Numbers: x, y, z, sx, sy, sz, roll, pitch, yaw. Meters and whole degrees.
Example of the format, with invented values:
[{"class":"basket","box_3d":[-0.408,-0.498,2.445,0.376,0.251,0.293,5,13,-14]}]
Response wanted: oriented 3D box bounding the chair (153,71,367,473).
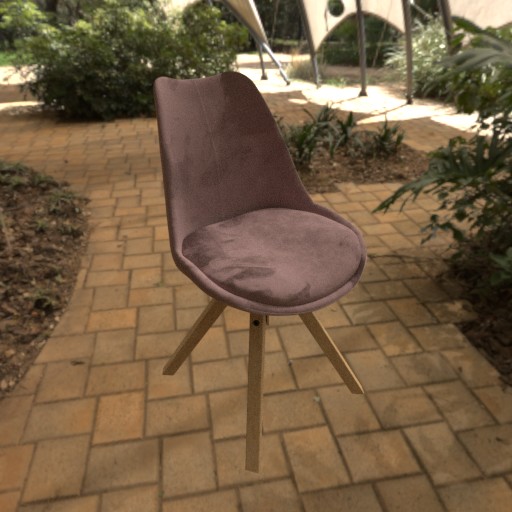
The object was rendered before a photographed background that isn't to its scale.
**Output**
[{"class":"chair","box_3d":[0.000,0.000,1.171,0.485,0.850,0.550,-22,36,-34]}]
